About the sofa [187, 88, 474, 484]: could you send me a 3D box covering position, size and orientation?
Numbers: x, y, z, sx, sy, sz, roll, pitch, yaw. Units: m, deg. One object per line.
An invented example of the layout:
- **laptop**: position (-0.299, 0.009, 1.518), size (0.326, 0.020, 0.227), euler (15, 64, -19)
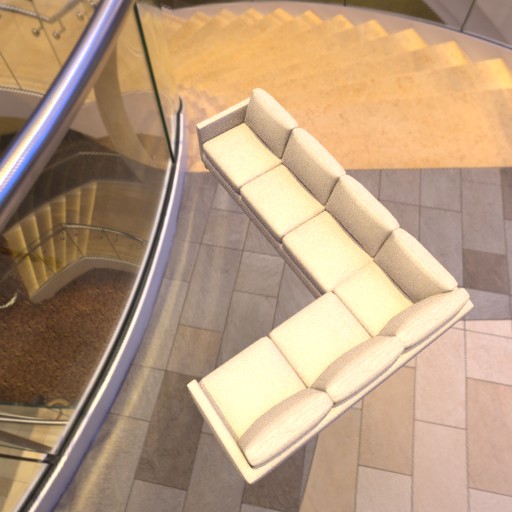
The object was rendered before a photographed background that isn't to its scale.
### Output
- **sofa**: position (0.000, 0.000, 4.469), size (2.522, 0.934, 3.333), euler (-32, 67, -16)
